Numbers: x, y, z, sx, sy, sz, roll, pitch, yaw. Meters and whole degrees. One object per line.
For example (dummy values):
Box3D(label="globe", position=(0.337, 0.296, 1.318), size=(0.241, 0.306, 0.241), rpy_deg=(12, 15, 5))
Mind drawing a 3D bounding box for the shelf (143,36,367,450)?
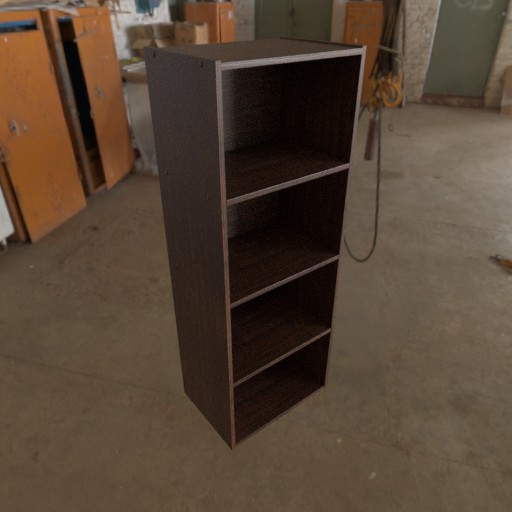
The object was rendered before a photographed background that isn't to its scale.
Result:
Box3D(label="shelf", position=(0.000, 0.000, 1.277), size=(0.415, 1.099, 0.290), rpy_deg=(-22, 37, -32))
